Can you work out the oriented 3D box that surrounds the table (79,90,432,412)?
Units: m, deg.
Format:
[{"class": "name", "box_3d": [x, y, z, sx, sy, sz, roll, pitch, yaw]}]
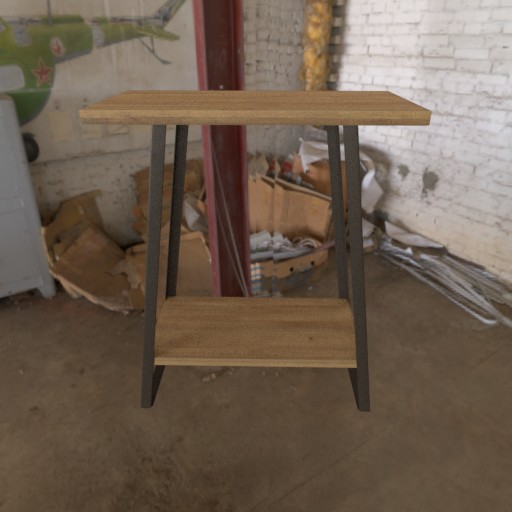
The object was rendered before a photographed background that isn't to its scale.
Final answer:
[{"class": "table", "box_3d": [0.000, 0.000, 1.041, 0.599, 0.701, 0.300, 1, 26, 1]}]
